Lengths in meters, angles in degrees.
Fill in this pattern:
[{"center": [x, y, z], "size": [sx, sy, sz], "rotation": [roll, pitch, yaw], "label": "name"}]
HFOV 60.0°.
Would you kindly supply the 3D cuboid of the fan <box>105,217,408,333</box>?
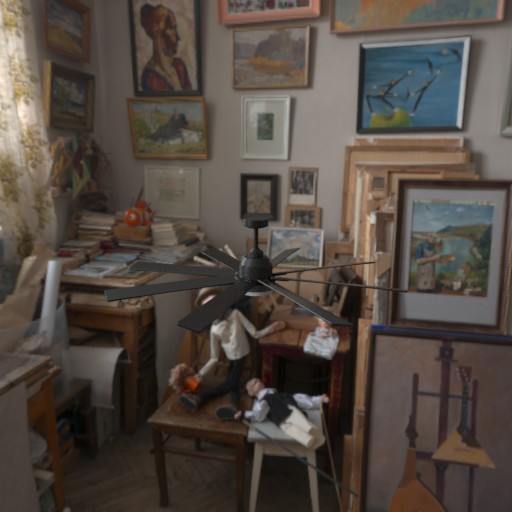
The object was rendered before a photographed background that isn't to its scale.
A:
[{"center": [0.000, 0.000, 2.789], "size": [1.830, 0.472, 1.830], "rotation": [-6, 14, -25], "label": "fan"}]
